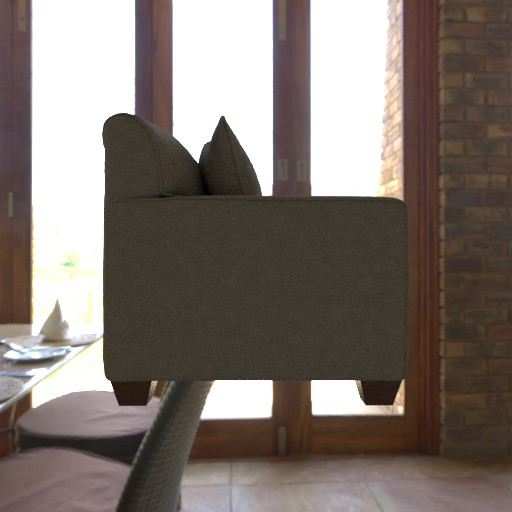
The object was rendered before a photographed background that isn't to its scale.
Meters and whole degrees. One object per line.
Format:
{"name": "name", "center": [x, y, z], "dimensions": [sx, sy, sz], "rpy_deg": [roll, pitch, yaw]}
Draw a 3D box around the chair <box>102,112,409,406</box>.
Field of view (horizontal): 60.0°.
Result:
{"name": "chair", "center": [0.000, 0.000, 2.038], "dimensions": [0.992, 0.953, 1.395], "rpy_deg": [0, -1, 0]}
